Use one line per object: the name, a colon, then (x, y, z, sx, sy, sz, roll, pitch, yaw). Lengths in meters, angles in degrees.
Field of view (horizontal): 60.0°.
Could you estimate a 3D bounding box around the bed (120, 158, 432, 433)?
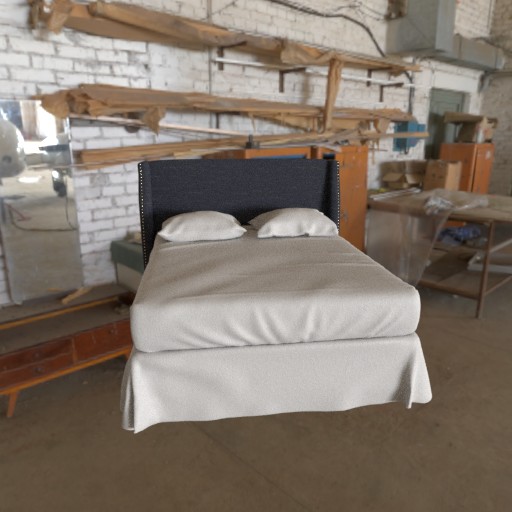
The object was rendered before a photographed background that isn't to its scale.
bed: (0.000, 0.000, 3.381, 1.925, 1.332, 2.276, -2, 16, -7)
